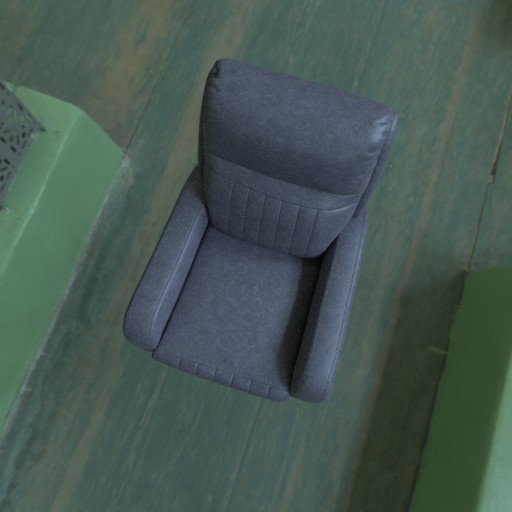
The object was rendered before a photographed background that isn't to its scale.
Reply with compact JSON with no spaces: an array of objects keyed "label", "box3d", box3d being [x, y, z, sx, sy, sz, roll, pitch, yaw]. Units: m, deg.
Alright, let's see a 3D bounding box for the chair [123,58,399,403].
[{"label":"chair","box3d":[0.000,0.000,1.813,0.865,1.067,1.067,17,78,4]}]
